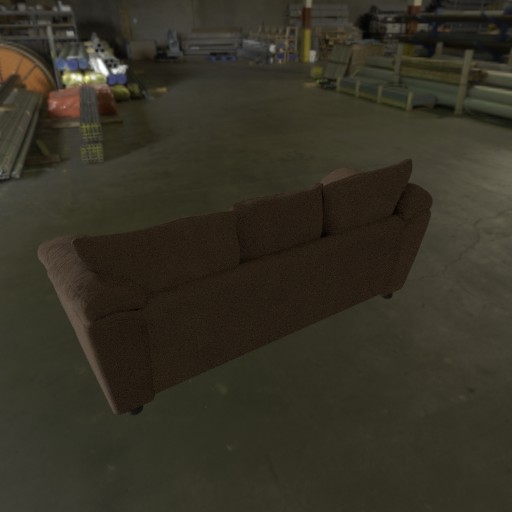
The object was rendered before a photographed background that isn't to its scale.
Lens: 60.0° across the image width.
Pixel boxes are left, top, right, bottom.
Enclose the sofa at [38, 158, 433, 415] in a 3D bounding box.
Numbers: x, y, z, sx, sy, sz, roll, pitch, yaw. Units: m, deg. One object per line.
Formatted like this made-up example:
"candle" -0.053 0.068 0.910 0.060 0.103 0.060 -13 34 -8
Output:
"sofa" 0.000 0.000 2.773 2.336 1.015 0.878 -18 33 -29
